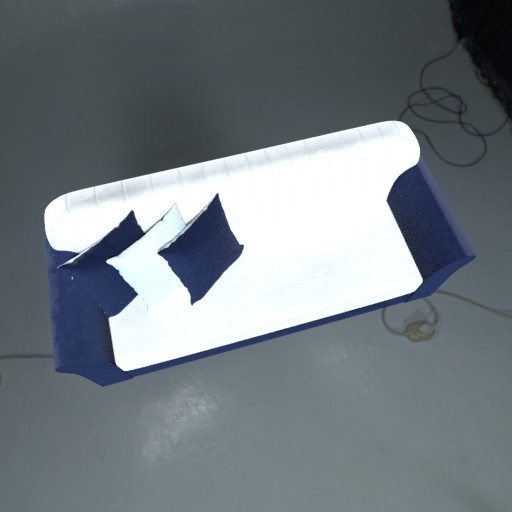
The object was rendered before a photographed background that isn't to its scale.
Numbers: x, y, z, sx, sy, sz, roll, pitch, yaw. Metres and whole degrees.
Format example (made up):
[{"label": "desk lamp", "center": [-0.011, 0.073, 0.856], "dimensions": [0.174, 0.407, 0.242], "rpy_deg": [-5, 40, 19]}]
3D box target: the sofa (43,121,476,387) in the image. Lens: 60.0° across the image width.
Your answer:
[{"label": "sofa", "center": [0.000, 0.000, 2.320], "dimensions": [2.006, 0.789, 0.749], "rpy_deg": [-14, 65, -7]}]
